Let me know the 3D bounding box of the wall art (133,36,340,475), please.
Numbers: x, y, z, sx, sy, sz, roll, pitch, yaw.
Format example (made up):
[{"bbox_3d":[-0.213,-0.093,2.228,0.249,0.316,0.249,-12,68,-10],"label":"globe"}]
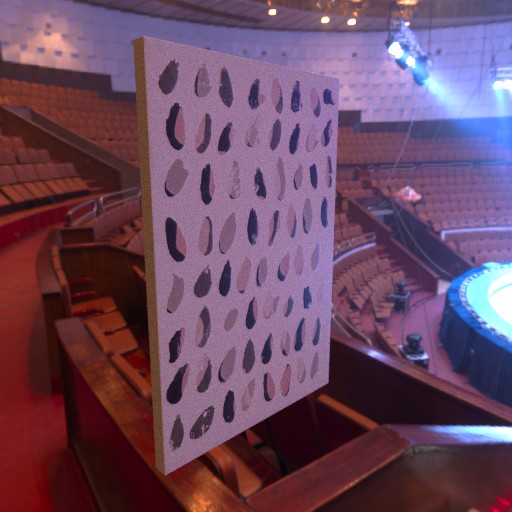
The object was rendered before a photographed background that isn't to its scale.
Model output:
[{"bbox_3d":[0.000,0.000,1.123,0.610,0.916,0.037,-12,17,-43],"label":"wall art"}]
